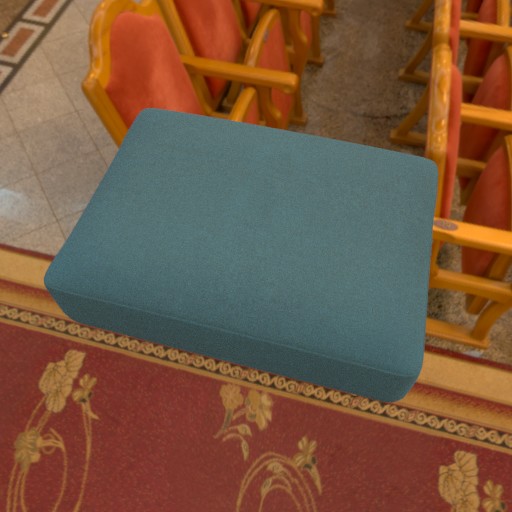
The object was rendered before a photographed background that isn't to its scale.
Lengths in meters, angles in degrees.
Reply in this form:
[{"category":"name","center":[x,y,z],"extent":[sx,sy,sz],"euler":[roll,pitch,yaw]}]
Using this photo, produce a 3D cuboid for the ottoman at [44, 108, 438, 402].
[{"category":"ottoman","center":[0.000,0.000,1.071],"extent":[0.749,0.428,0.549],"euler":[13,59,8]}]
